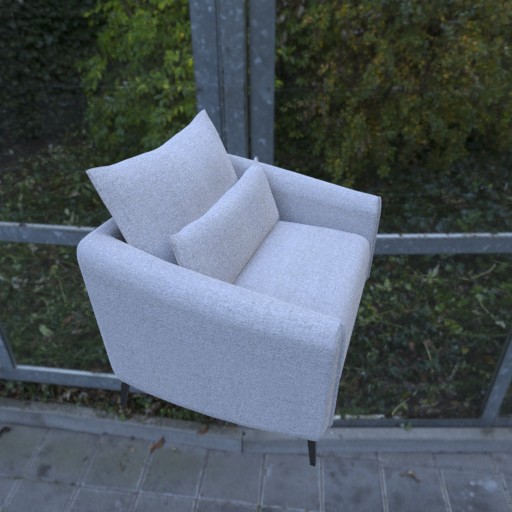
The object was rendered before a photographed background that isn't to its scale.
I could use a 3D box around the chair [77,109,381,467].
[{"bbox_3d":[0.000,0.000,1.647,0.801,0.856,1.029,10,32,17],"label":"chair"}]
